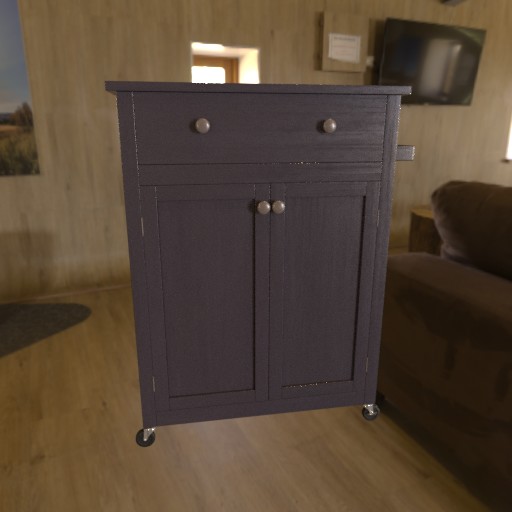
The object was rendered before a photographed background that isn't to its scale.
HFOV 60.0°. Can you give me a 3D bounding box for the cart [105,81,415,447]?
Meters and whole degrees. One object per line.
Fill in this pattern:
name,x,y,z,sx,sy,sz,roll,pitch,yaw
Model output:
cart,0.000,0.000,1.260,0.690,0.878,0.449,-3,16,-9
